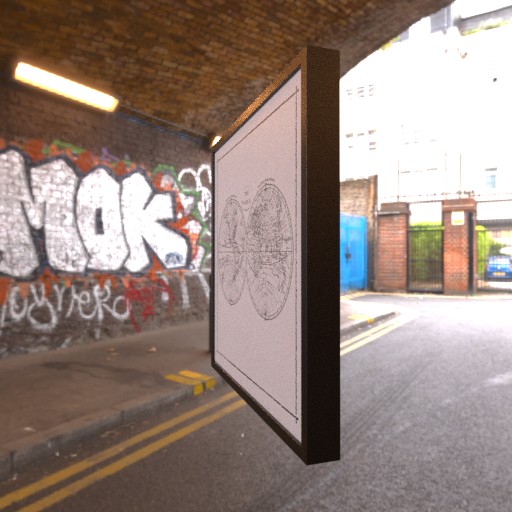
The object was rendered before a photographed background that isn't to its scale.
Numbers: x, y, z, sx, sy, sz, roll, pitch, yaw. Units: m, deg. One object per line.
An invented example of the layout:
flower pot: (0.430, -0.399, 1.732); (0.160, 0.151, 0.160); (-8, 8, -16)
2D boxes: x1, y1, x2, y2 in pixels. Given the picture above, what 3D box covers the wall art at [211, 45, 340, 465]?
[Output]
wall art: (0.000, 0.000, 0.495); (0.029, 0.318, 0.327); (0, 0, -18)
